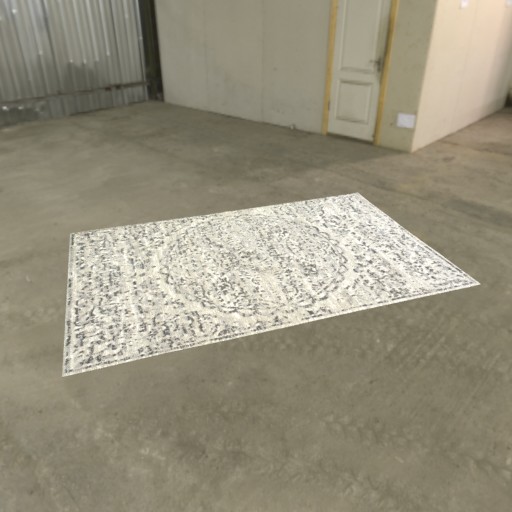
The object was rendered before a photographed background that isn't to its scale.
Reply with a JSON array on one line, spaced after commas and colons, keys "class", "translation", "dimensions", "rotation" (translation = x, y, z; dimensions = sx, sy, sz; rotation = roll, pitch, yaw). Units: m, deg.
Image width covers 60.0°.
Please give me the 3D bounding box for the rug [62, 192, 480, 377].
[{"class": "rug", "translation": [0.000, 0.000, 3.053], "dimensions": [2.447, 0.021, 1.527], "rotation": [-10, 32, -16]}]
